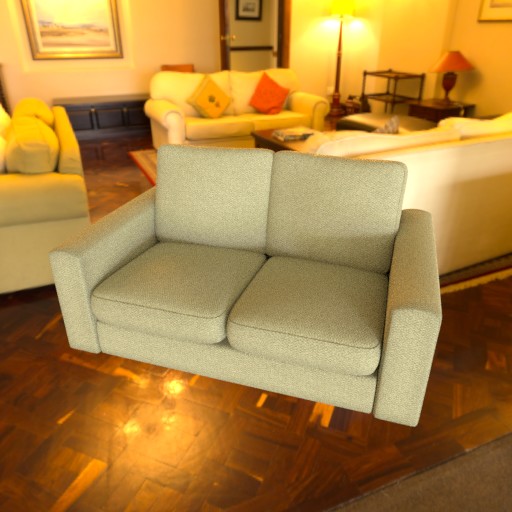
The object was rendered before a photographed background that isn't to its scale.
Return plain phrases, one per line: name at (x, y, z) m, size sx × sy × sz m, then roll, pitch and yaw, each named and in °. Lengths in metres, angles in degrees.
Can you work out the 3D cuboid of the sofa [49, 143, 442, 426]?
sofa at (0.000, 0.000, 2.151) m, size 1.616 × 0.873 × 1.016 m, roll 8°, pitch 28°, yaw 16°
